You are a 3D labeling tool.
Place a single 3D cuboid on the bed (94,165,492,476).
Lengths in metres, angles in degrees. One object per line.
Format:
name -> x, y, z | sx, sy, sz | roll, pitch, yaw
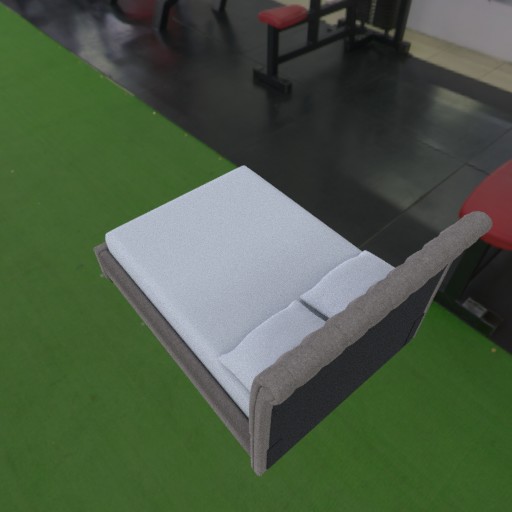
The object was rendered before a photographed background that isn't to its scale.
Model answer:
bed -> 0.000, 0.000, 3.218 | 1.645, 1.371, 2.252 | -32, 55, -26
